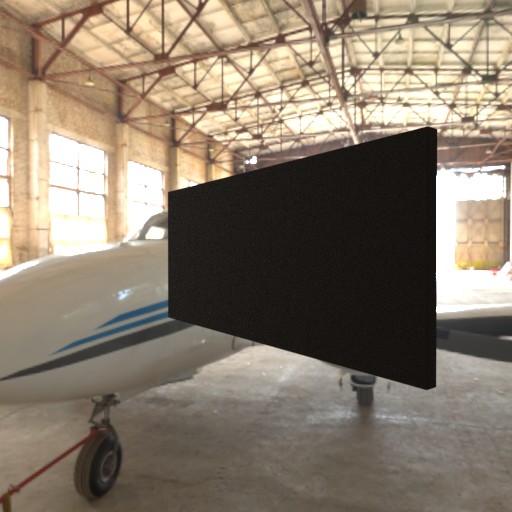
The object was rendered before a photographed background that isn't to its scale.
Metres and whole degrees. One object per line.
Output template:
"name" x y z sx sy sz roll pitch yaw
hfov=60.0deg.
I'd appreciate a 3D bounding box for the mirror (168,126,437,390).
"mirror" 0.000 0.000 1.812 0.047 0.692 1.584 0 1 -36
